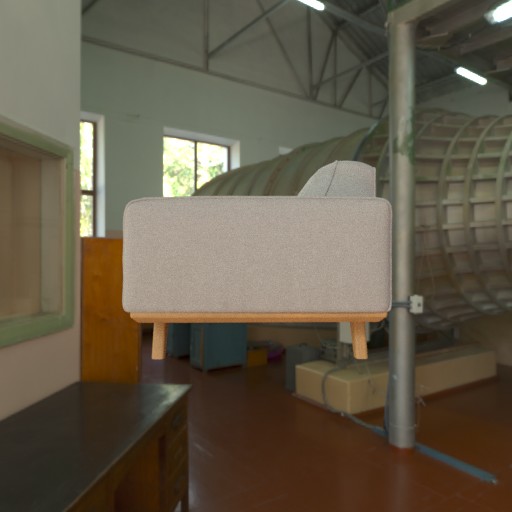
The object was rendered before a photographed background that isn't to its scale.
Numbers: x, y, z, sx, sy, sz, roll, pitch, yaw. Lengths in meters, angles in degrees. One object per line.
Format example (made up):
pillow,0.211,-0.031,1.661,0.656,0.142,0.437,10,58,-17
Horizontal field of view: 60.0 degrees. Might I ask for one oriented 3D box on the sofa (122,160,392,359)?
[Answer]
sofa,0.000,0.000,2.652,0.956,0.781,2.270,0,0,0
